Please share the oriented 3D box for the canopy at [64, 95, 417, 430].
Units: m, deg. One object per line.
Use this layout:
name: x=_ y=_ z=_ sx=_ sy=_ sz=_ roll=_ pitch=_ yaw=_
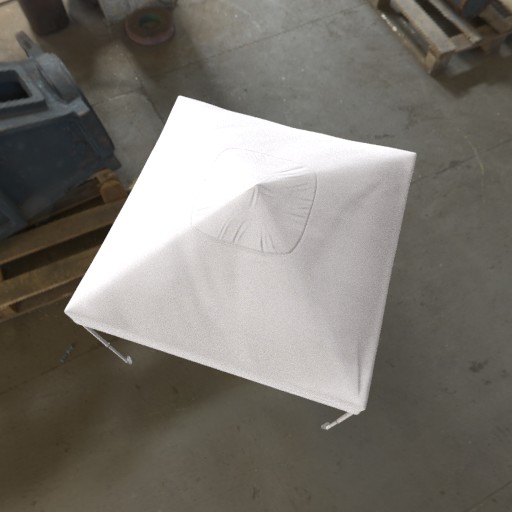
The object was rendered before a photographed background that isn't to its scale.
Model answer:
canopy: x=0.000 y=0.000 z=5.386 sx=2.996 sy=2.997 sz=2.998 roll=16 pitch=65 yaw=8
